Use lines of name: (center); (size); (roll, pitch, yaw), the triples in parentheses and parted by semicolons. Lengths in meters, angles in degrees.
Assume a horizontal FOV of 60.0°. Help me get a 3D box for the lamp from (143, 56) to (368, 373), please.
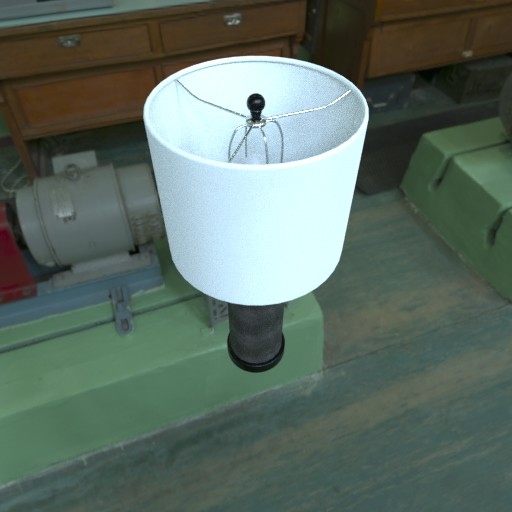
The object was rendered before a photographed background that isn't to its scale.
lamp: (0.000, 0.000, 0.829); (0.305, 0.634, 0.305); (-16, 49, -15)
